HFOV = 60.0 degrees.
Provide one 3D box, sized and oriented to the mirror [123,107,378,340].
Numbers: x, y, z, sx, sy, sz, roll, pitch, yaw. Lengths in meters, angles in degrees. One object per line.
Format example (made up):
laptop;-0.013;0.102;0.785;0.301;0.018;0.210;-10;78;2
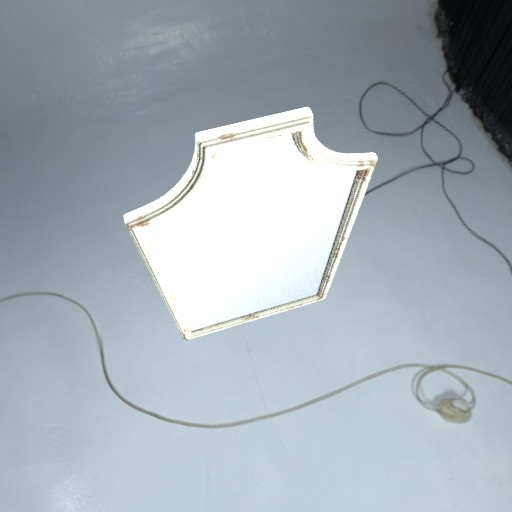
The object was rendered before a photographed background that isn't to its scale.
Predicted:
mirror;0.000;0.000;0.877;0.403;0.717;0.022;-15;64;-8
